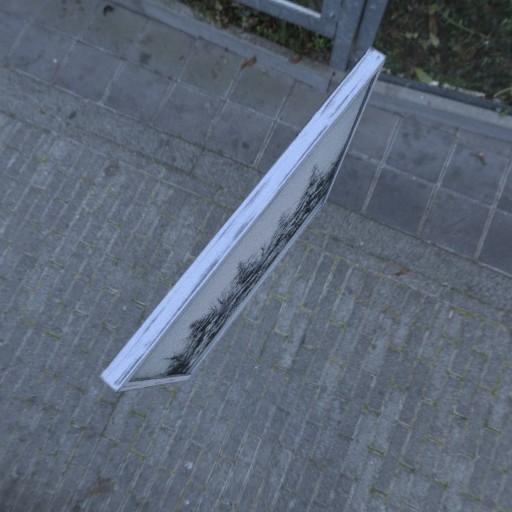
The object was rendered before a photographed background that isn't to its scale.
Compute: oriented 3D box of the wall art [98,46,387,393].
[{"bbox_3d":[0.000,0.000,1.129,0.037,0.761,0.761,37,79,9],"label":"wall art"}]
